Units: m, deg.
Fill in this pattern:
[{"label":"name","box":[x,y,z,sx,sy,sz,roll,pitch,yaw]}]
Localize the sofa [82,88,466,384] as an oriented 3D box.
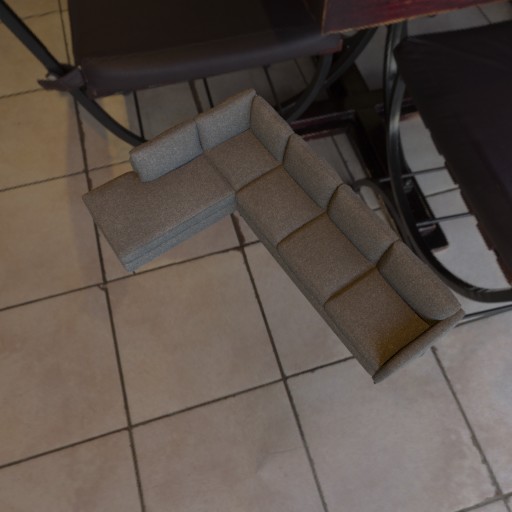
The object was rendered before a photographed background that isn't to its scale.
[{"label":"sofa","box":[0.000,0.000,3.903,2.007,0.815,2.949,-33,68,-15]}]
